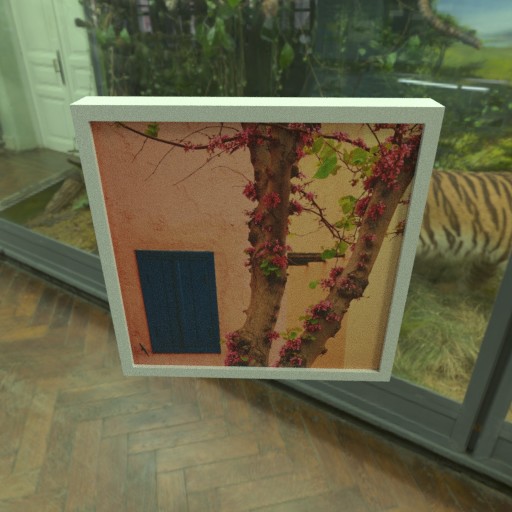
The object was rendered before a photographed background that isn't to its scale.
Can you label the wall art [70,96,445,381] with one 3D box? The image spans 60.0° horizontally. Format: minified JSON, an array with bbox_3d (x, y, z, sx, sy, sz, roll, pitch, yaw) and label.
[{"bbox_3d":[0.000,0.000,0.450,0.305,0.302,0.038,1,30,2],"label":"wall art"}]
